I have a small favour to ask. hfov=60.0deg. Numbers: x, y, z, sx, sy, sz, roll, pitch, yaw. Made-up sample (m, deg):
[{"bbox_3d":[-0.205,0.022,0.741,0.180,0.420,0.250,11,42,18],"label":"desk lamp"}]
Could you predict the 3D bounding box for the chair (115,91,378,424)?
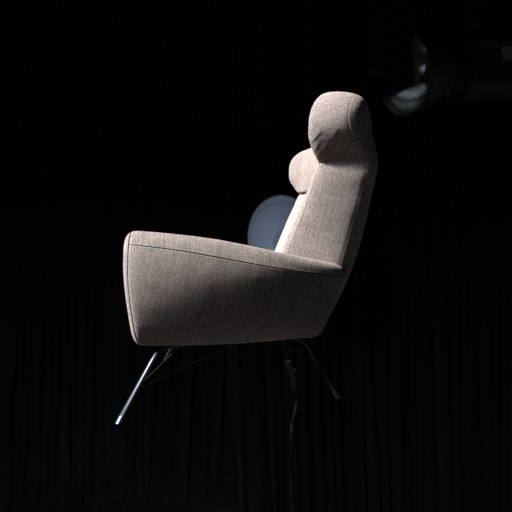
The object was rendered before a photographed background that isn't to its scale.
[{"bbox_3d":[0.000,0.000,1.799,0.900,1.040,0.980,0,0,-1],"label":"chair"}]
